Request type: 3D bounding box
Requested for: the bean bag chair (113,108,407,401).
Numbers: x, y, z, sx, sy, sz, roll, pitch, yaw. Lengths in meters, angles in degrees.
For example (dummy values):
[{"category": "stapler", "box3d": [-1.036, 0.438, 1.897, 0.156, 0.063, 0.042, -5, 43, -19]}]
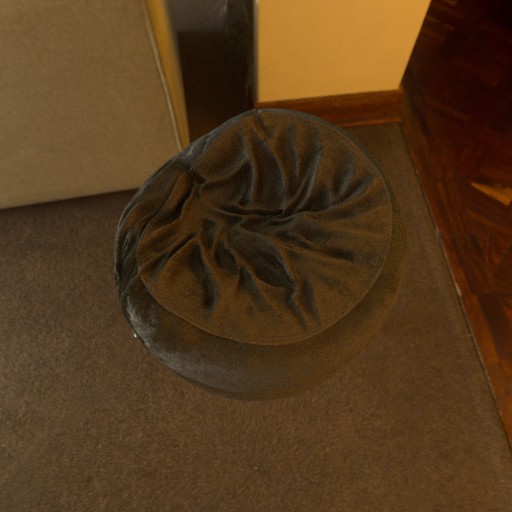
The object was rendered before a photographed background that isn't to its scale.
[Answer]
[{"category": "bean bag chair", "box3d": [0.000, 0.000, 1.489, 0.918, 0.605, 0.918, 0, 64, 0]}]
